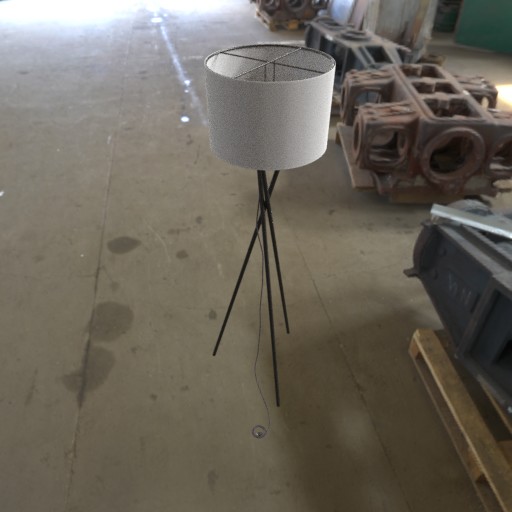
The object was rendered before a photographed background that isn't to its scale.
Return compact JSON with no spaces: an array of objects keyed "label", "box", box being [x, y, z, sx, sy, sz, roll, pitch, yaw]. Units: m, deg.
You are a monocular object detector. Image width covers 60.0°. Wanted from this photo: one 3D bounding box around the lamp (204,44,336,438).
[{"label":"lamp","box":[0.000,0.000,1.955,0.522,1.624,0.667,23,45,26]}]
